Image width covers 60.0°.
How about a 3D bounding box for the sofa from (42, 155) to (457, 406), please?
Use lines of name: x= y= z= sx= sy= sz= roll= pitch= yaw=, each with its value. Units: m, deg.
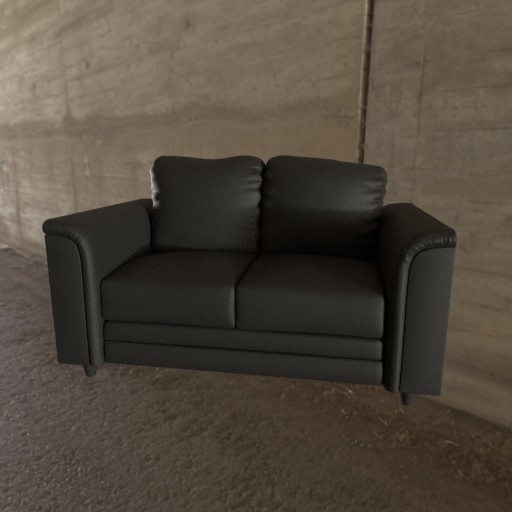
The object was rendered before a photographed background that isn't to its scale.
sofa: x=0.000 y=0.000 z=1.904 sx=1.386 sy=0.845 sz=0.887 roll=2 pitch=13 yaw=10
